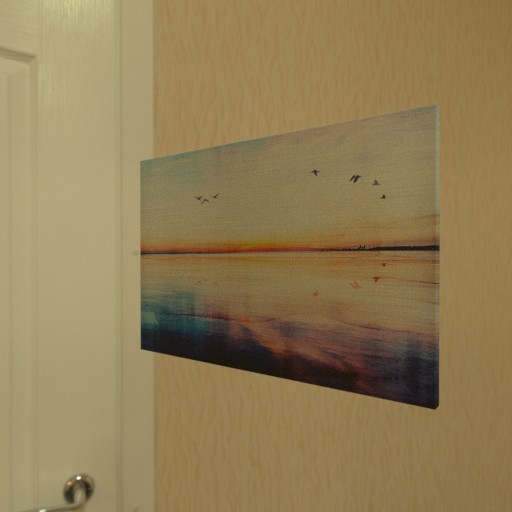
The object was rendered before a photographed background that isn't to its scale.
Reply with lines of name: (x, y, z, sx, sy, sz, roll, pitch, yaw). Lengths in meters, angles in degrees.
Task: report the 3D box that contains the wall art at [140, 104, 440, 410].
wall art: (0.000, 0.000, 0.770, 0.604, 0.402, 0.018, 0, 1, 37)
